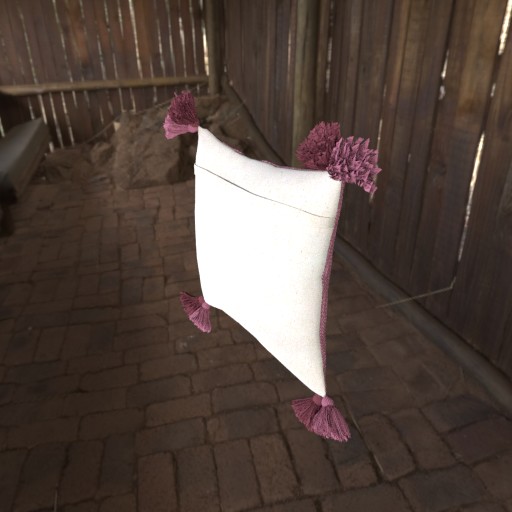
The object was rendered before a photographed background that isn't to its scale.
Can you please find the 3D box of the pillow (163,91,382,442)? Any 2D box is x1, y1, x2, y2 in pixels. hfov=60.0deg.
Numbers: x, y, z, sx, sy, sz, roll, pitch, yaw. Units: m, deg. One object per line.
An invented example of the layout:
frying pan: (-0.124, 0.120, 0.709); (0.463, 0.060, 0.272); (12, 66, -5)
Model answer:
pillow: (0.000, 0.000, 0.980); (0.138, 0.659, 0.641); (-18, 32, -32)
